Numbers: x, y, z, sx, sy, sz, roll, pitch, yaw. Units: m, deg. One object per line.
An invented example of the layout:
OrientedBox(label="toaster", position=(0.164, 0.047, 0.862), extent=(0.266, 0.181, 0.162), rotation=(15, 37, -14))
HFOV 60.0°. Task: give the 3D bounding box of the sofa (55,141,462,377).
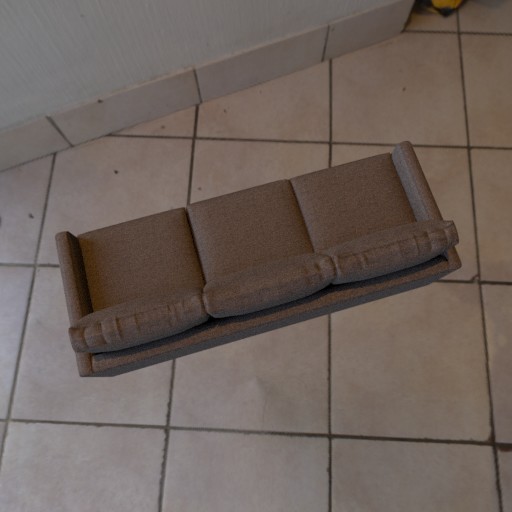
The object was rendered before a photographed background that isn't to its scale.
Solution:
OrientedBox(label="sofa", position=(0.000, 0.000, 2.736), extent=(2.253, 0.882, 0.876), rotation=(-15, 75, -4))
